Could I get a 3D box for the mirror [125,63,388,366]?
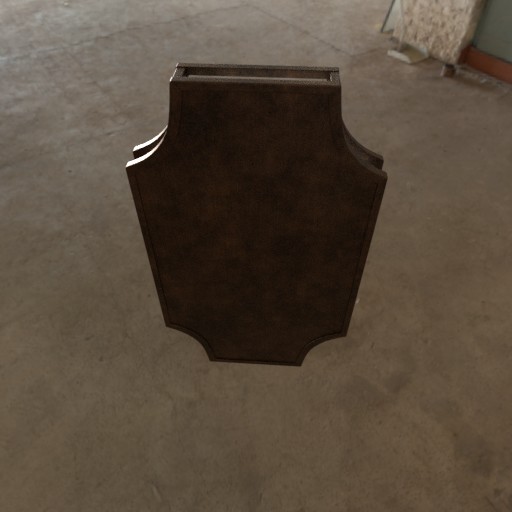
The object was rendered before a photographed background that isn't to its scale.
[{"bbox_3d":[0.000,0.000,0.976,0.462,0.811,0.066,3,46,3],"label":"mirror"}]
